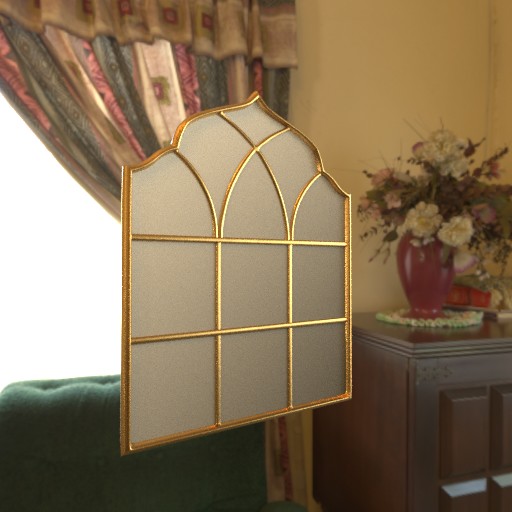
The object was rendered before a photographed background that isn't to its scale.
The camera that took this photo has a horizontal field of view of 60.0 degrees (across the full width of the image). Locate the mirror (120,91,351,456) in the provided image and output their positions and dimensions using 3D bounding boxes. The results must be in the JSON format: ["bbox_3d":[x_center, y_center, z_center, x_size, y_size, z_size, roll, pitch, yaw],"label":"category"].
[{"bbox_3d":[0.000,0.000,0.846,0.513,0.635,0.018,1,-1,-34],"label":"mirror"}]
